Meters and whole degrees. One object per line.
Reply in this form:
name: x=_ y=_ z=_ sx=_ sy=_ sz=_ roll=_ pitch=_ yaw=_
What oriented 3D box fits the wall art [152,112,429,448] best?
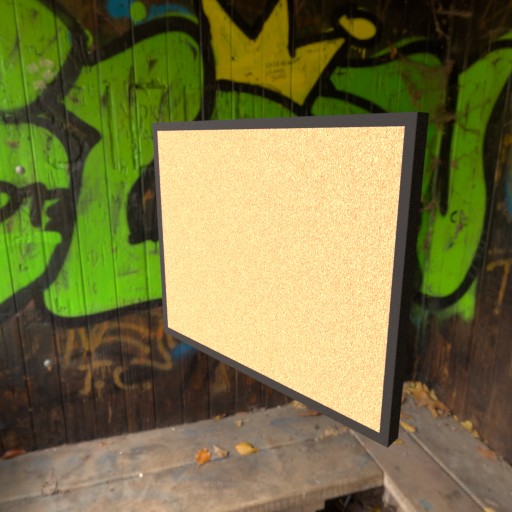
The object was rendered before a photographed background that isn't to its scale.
wall art: x=0.000 y=0.000 z=0.768 sx=0.554 sy=0.454 sz=0.030 roll=14 pitch=20 yaw=43
